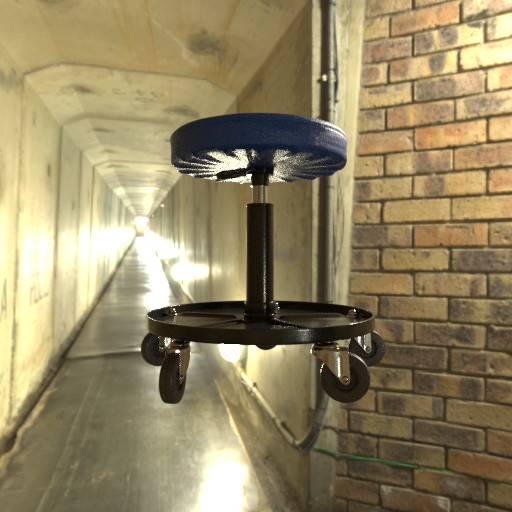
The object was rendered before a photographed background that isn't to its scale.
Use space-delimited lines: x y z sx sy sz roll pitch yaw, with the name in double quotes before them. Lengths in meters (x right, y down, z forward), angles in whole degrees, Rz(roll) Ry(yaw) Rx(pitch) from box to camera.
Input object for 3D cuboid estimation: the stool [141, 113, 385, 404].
"stool" 0.000 0.000 0.687 0.381 0.365 0.382 0 0 17
